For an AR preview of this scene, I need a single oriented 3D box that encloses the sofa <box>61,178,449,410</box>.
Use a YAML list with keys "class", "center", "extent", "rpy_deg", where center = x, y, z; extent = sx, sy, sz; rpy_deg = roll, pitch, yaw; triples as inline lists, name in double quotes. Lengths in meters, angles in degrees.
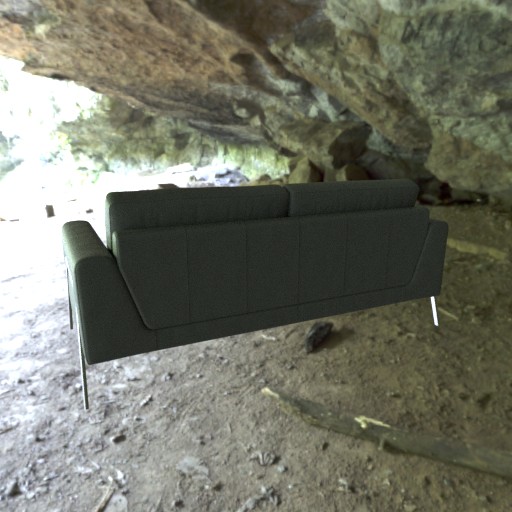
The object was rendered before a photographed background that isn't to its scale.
- class: "sofa"
  center: [0.000, 0.000, 2.552]
  extent: [2.017, 0.875, 0.953]
  rpy_deg: [-7, 16, -25]
